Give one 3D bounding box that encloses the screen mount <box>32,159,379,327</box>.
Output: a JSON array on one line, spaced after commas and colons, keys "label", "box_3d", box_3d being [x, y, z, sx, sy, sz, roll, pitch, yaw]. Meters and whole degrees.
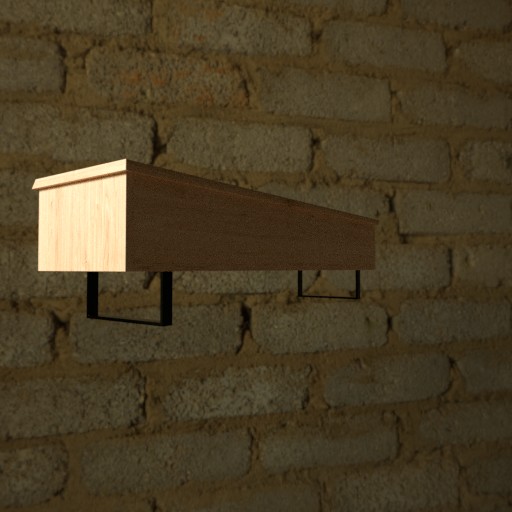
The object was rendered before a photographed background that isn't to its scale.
[{"label": "screen mount", "box_3d": [0.000, 0.000, 1.897, 0.450, 0.430, 1.700, -1, -2, 36]}]
